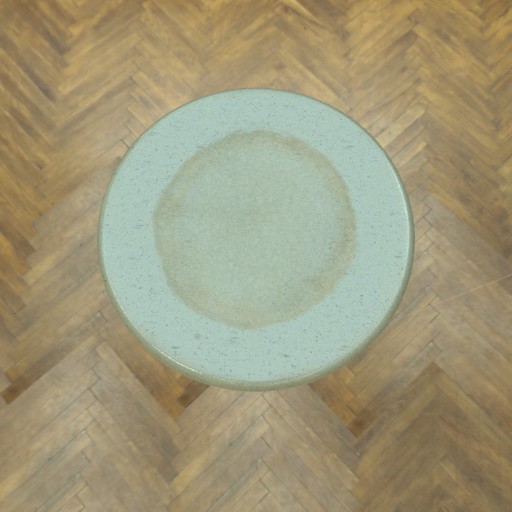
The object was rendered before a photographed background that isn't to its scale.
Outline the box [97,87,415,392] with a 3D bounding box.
[{"bbox_3d":[0.000,0.000,0.269,0.154,0.123,0.154,0,75,0],"label":"box"}]
